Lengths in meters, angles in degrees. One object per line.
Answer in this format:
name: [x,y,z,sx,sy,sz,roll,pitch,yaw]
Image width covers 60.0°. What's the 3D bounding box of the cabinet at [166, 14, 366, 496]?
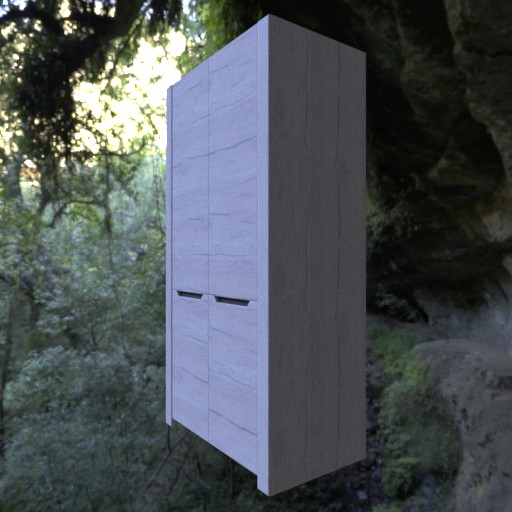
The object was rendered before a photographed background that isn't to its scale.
cabinet: [0.000,0.000,2.330,0.580,1.930,0.980,0,0,-36]
